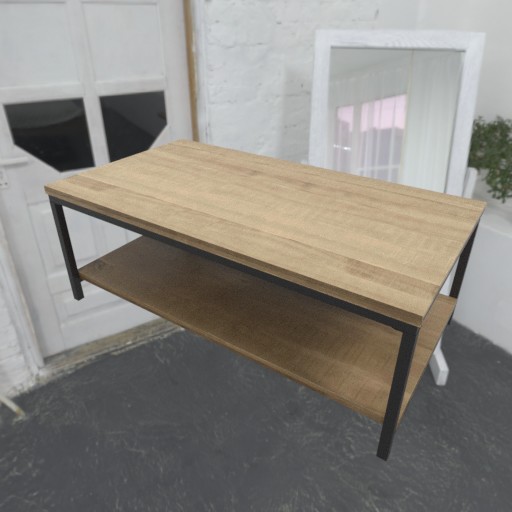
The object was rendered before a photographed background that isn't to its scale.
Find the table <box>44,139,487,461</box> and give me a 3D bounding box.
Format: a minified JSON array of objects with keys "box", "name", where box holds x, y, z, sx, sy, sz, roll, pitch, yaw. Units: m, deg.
[{"box":[0.000,0.000,1.302,1.062,0.393,0.574,19,35,29],"name":"table"}]
